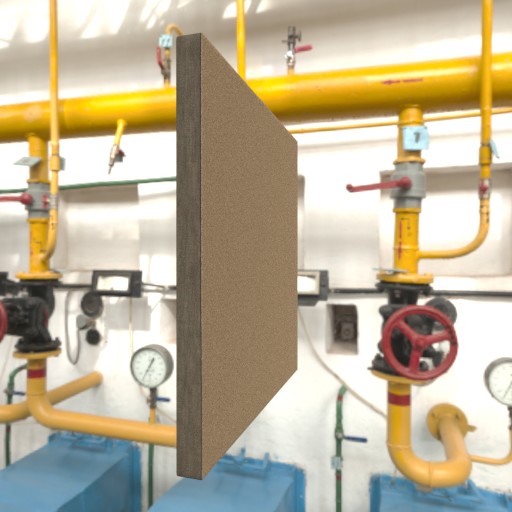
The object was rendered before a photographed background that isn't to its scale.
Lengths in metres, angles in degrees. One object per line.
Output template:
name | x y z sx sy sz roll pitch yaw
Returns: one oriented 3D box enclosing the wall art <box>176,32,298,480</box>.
wall art | 0.000 0.000 1.106 0.050 0.751 0.749 0 0 18
